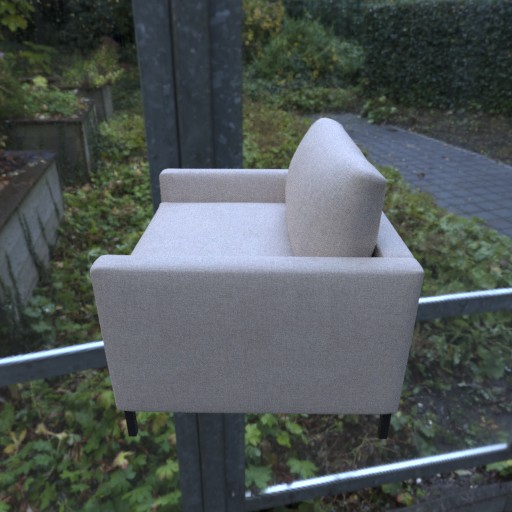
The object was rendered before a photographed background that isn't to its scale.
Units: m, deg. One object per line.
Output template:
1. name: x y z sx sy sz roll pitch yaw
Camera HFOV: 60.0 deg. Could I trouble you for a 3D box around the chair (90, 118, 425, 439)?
1. chair: 0.000 0.000 1.605 0.866 0.861 0.963 0 26 1
